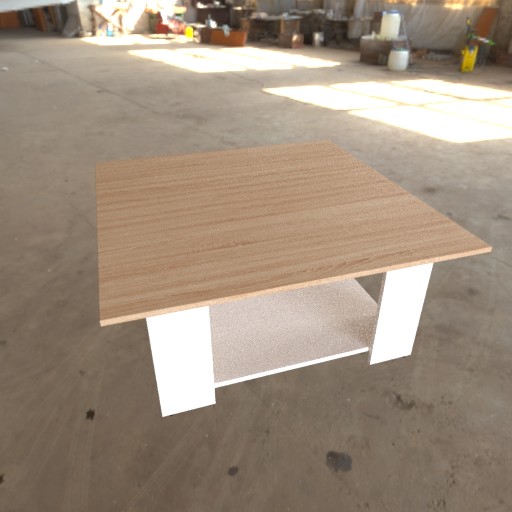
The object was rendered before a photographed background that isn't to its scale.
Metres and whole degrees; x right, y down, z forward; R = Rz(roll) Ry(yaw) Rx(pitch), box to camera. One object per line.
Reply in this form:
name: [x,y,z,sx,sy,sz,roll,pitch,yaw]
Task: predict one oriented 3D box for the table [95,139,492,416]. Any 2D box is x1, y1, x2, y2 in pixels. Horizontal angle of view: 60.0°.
table: [0.000,0.000,1.053,0.670,0.305,0.670,-9,33,-15]
